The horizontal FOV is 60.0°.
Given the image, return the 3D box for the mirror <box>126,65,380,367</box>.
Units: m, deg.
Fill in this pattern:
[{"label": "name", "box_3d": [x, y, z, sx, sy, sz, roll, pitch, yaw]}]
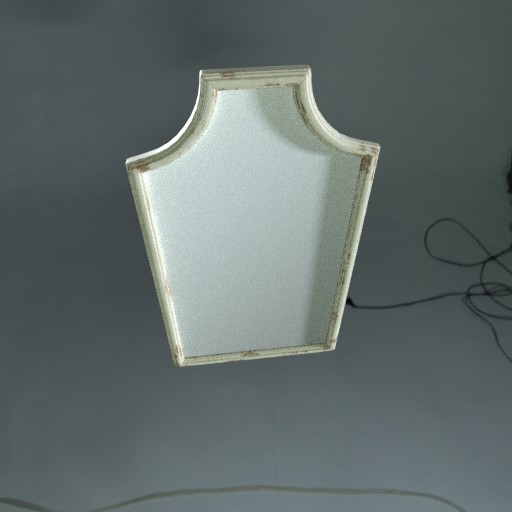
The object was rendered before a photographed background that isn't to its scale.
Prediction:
[{"label": "mirror", "box_3d": [0.000, 0.000, 0.859, 0.403, 0.717, 0.022, -5, 45, -5]}]
